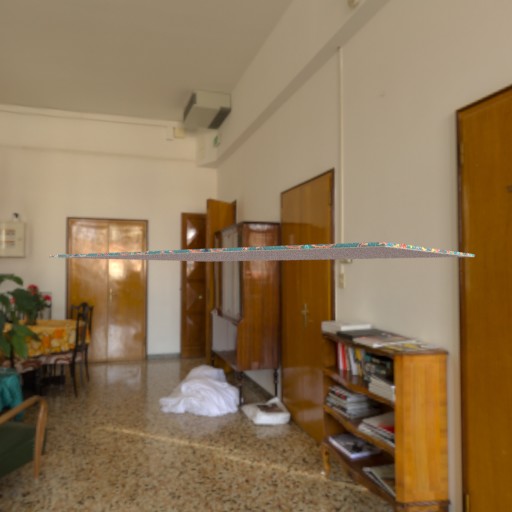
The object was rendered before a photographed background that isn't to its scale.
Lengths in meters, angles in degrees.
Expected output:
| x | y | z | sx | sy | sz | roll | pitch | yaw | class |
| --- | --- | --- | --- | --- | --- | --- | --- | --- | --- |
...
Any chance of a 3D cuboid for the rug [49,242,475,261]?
| x | y | z | sx | sy | sz | roll | pitch | yaw | class |
| --- | --- | --- | --- | --- | --- | --- | --- | --- | --- |
| 0.000 | 0.000 | 2.286 | 1.836 | 0.014 | 1.216 | -1 | -2 | 37 | rug |
